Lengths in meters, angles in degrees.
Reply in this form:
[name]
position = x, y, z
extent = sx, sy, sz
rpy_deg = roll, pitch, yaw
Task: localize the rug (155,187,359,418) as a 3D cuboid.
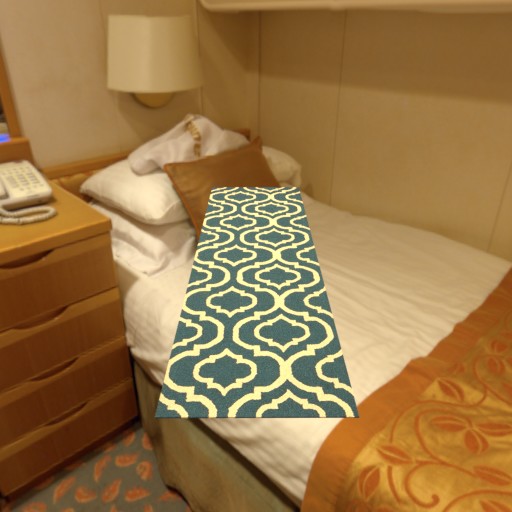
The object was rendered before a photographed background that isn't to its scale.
[rug]
position = 0.000, 0.000, 2.498
extent = 0.685, 0.006, 2.296
rpy_deg = 0, 28, 0
